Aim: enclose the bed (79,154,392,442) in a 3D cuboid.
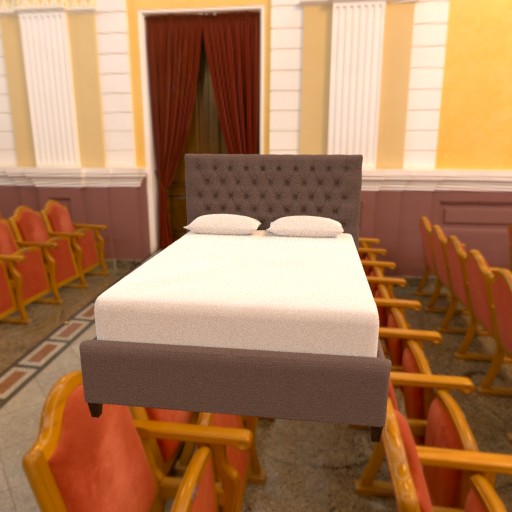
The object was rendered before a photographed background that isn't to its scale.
[{"bbox_3d":[0.000,0.000,3.318,1.696,1.426,2.233,2,15,8],"label":"bed"}]
